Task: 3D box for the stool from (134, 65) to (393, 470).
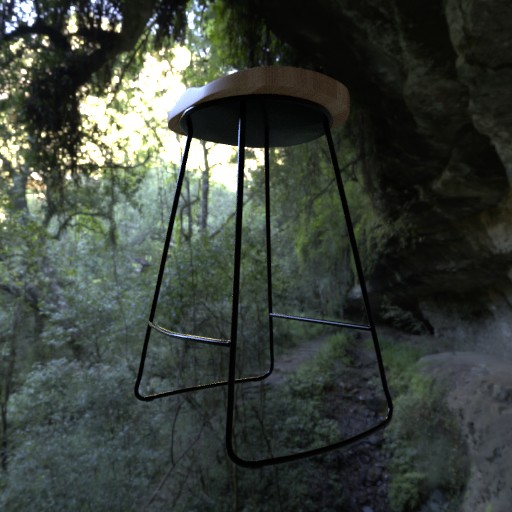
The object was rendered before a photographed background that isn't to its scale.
[{"bbox_3d":[0.000,0.000,0.963,0.401,0.679,0.480,1,-2,-35],"label":"stool"}]
